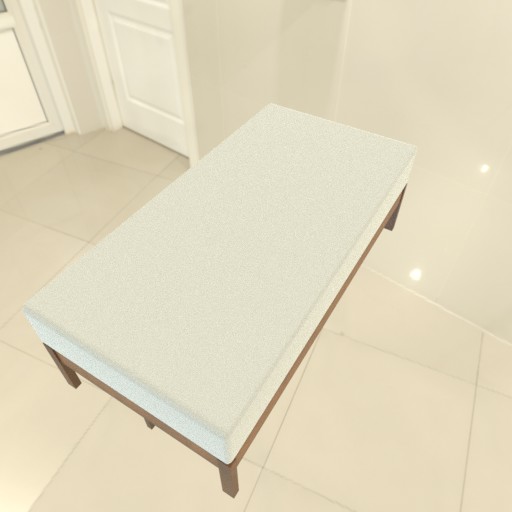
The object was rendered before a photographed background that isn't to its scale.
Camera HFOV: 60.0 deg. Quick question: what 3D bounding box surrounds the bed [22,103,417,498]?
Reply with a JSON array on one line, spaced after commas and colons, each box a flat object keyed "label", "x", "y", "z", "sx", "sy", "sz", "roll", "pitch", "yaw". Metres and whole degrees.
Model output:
[{"label": "bed", "x": 0.000, "y": 0.000, "z": 2.295, "sx": 0.961, "sy": 0.616, "sz": 1.902, "roll": 24, "pitch": 51, "yaw": 21}]
